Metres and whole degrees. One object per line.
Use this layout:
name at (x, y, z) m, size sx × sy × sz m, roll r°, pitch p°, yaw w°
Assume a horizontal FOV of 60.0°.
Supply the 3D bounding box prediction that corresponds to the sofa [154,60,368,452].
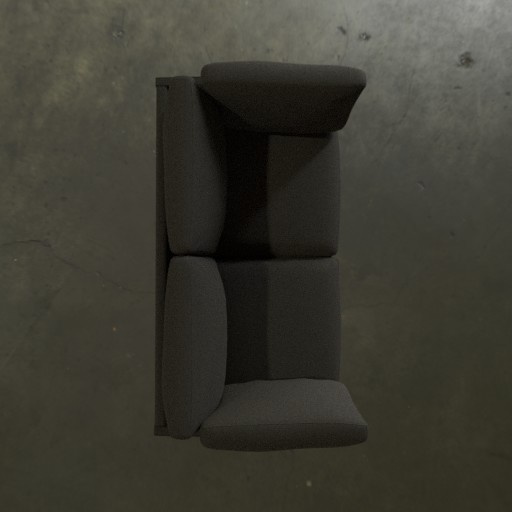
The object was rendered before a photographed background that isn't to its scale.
sofa at (0.000, 0.000, 2.327) m, size 0.969 × 0.920 × 1.751 m, roll 0°, pitch 89°, yaw -1°
